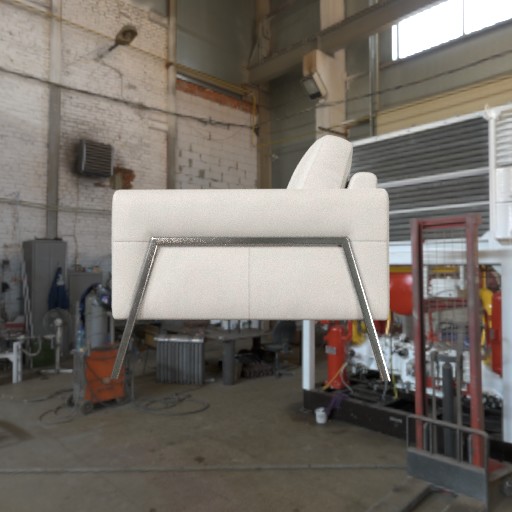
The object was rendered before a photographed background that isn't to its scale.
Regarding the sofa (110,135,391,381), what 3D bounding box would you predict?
[{"bbox_3d":[0.000,0.000,2.477,0.953,0.875,2.017,0,-2,2],"label":"sofa"}]
